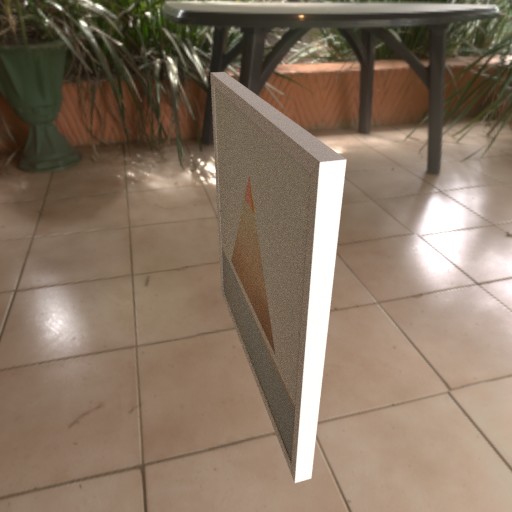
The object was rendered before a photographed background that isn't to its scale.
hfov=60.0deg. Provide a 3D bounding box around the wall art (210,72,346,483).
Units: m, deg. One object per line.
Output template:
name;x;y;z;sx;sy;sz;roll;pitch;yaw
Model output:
wall art;0.000;0.000;1.136;0.041;0.765;0.768;-9;33;-14
